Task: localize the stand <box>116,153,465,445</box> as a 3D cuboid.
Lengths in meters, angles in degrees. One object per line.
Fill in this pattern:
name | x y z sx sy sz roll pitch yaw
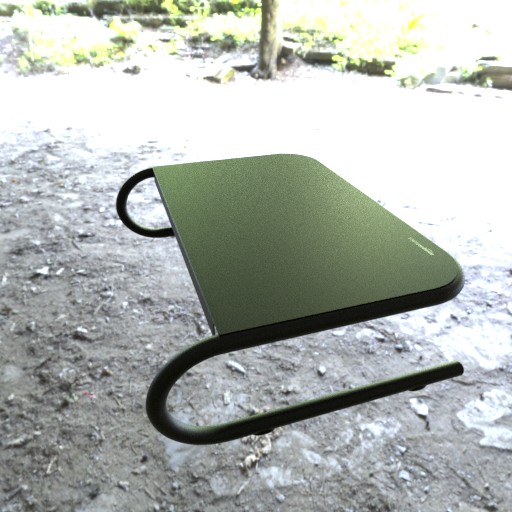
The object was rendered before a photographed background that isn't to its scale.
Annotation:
stand | 0.000 0.000 0.492 0.280 0.108 0.370 -10 32 -16
